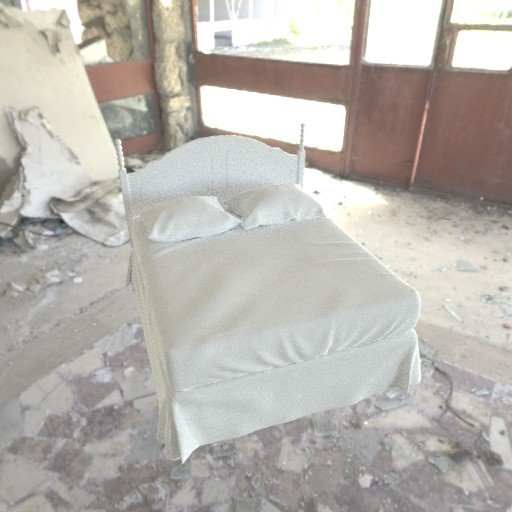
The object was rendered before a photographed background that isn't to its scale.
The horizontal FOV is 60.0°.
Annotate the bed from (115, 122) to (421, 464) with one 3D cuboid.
[{"bbox_3d":[0.000,0.000,3.245,1.873,1.356,2.040,-10,32,-17],"label":"bed"}]
